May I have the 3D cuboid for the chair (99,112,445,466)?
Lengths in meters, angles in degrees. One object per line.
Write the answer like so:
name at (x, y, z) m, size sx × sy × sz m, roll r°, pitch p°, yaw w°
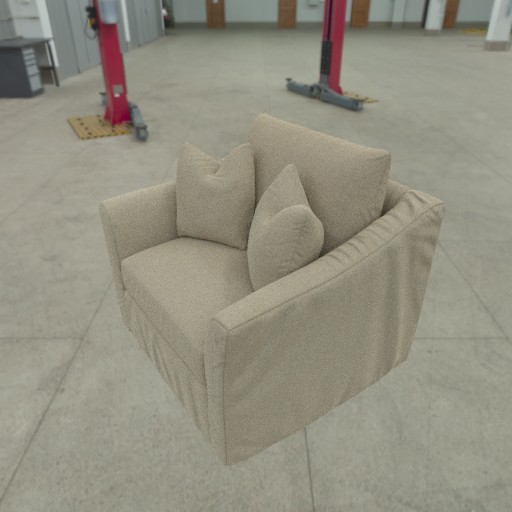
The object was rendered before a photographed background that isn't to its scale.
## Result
chair at (0.000, 0.000, 2.086) m, size 1.071 × 1.093 × 1.194 m, roll -20°, pitch 36°, yaw -30°
